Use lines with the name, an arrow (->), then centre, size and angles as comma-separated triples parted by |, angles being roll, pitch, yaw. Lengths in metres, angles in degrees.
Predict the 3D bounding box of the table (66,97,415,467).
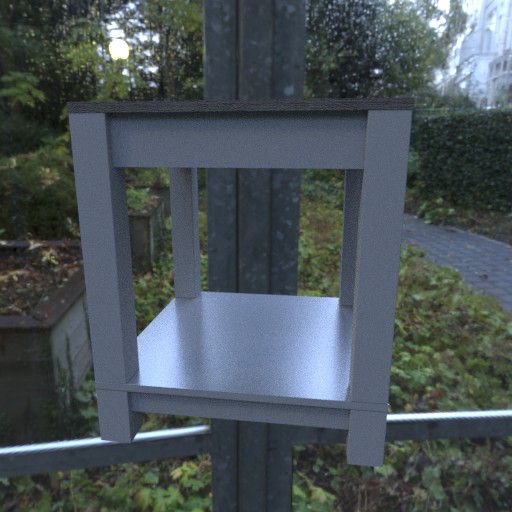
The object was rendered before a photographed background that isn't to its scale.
table -> 0.000, 0.000, 0.947 | 0.504, 0.587, 0.506 | 2, 14, 8
